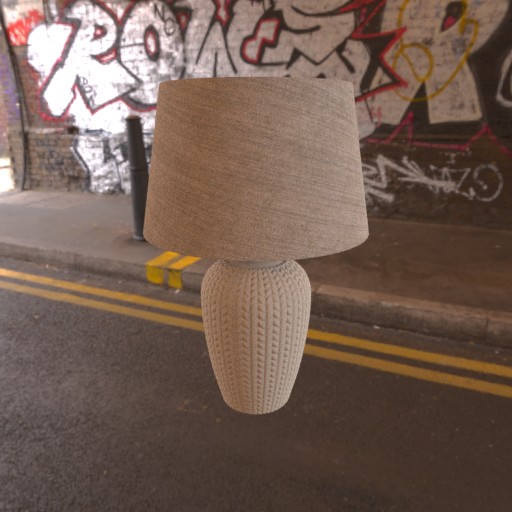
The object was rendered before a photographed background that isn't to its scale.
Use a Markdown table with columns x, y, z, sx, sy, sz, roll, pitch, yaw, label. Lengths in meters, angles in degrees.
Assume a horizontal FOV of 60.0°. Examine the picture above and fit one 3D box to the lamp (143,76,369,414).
| x | y | z | sx | sy | sz | roll | pitch | yaw | label |
| --- | --- | --- | --- | --- | --- | --- | --- | --- | --- |
| 0.000 | 0.000 | 0.804 | 0.390 | 0.580 | 0.390 | 0 | 17 | 0 | lamp |
